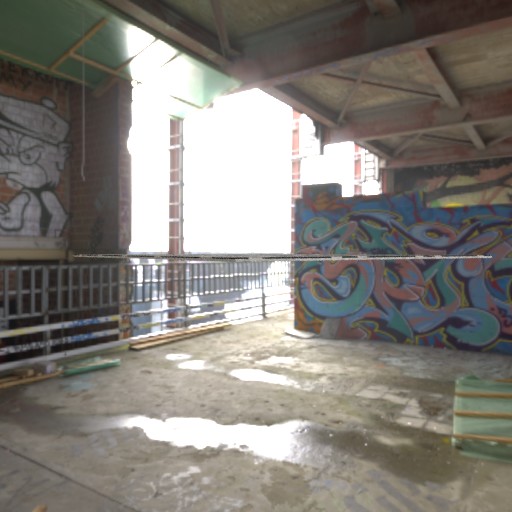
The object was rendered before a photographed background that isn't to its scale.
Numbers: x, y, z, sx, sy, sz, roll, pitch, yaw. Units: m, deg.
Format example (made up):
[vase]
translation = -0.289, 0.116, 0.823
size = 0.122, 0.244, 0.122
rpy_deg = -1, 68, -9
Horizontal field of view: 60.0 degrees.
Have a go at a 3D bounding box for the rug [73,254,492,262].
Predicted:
[rug]
translation = 0.000, 0.000, 4.058
size = 2.466, 0.021, 3.049
rpy_deg = 0, 1, -36
